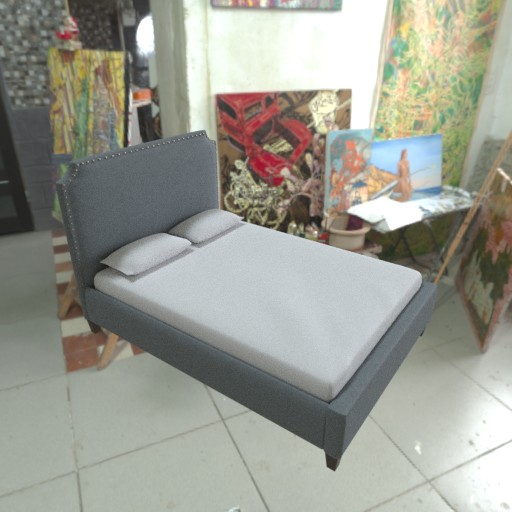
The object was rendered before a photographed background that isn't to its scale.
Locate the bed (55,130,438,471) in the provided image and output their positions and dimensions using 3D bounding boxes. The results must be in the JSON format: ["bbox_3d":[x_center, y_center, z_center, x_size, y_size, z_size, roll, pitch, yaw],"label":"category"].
[{"bbox_3d":[0.000,0.000,3.420,2.372,1.443,1.712,18,32,32],"label":"bed"}]
